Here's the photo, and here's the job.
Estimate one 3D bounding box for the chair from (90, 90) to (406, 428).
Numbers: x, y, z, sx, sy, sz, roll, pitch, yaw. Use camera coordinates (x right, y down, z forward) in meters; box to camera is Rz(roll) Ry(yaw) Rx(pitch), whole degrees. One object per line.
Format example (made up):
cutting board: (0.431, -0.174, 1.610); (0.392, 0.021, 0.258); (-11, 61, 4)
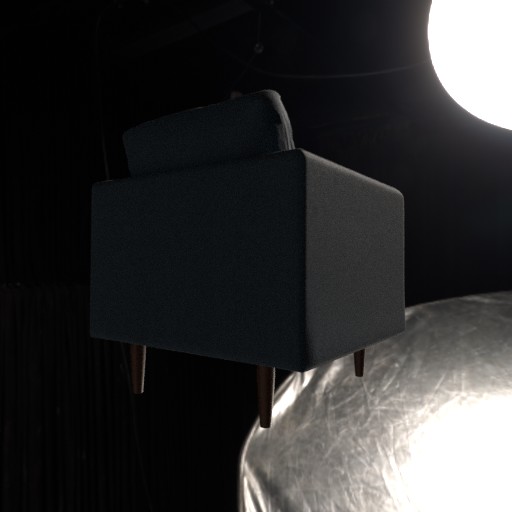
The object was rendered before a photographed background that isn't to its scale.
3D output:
chair: (0.000, 0.000, 1.606); (0.855, 0.922, 0.820); (0, -1, 36)
